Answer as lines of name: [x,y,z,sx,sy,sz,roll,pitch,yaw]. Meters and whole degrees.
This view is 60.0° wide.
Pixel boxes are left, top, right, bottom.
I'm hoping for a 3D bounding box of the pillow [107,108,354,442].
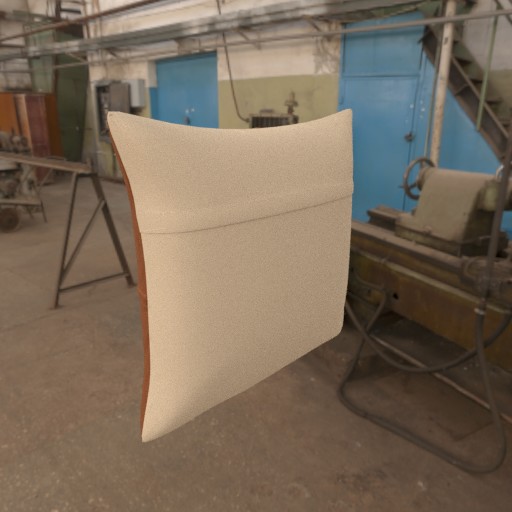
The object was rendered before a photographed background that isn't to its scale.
pillow: [0.000,0.000,0.759,0.501,0.477,0.192,-18,25,-42]
